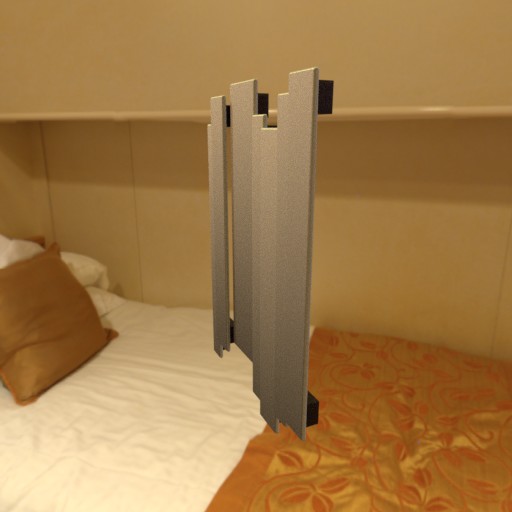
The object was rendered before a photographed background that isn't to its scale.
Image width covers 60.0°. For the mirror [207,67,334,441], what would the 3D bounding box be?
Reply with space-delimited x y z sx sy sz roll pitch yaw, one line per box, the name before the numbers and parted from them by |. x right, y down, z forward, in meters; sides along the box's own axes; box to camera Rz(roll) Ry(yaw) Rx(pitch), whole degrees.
mirror | 0.000 0.000 0.818 0.058 0.611 0.445 -8 18 -25
